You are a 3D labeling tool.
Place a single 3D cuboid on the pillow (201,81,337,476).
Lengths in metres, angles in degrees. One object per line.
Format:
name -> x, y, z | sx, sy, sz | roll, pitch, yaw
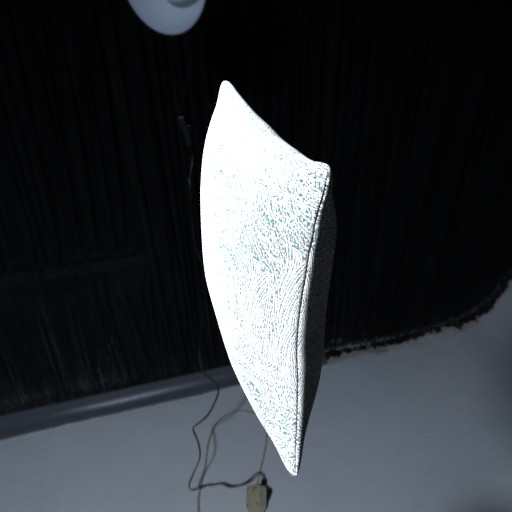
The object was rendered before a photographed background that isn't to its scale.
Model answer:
pillow -> 0.000, 0.000, 0.786 | 0.166, 0.507, 0.526 | -8, 32, -13
